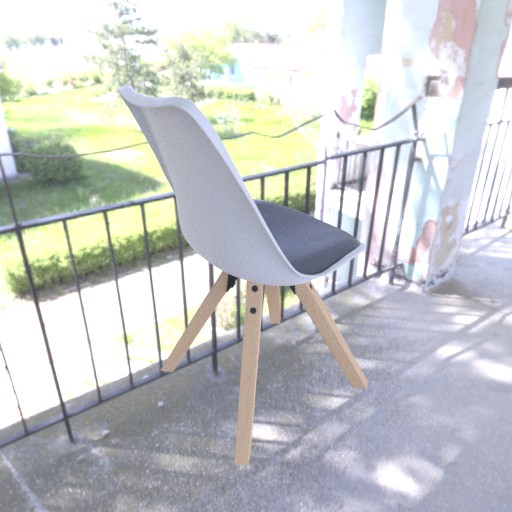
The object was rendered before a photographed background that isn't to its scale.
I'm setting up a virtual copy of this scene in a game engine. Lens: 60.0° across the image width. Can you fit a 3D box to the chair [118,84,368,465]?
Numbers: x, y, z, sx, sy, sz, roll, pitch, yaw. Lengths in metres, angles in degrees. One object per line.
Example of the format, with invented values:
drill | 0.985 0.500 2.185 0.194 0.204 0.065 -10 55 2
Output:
chair | 0.000 0.000 1.156 0.550 0.850 0.485 -19 33 -32
